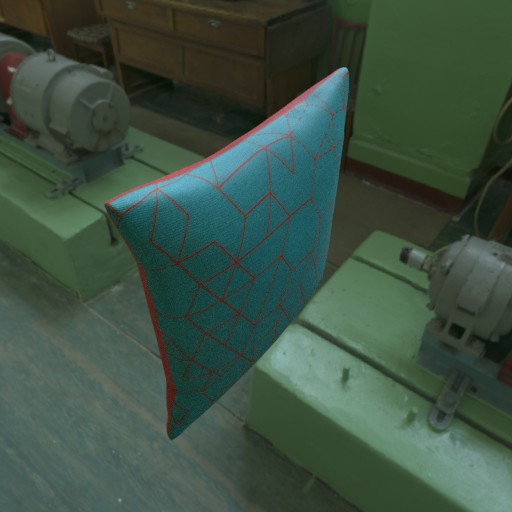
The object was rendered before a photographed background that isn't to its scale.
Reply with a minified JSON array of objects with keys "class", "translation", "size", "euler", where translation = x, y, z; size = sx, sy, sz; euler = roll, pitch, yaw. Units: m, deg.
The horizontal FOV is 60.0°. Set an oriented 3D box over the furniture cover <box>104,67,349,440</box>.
[{"class":"furniture cover","translation":[0.000,0.000,0.774],"size":[0.158,0.508,0.517],"euler":[26,48,26]}]
